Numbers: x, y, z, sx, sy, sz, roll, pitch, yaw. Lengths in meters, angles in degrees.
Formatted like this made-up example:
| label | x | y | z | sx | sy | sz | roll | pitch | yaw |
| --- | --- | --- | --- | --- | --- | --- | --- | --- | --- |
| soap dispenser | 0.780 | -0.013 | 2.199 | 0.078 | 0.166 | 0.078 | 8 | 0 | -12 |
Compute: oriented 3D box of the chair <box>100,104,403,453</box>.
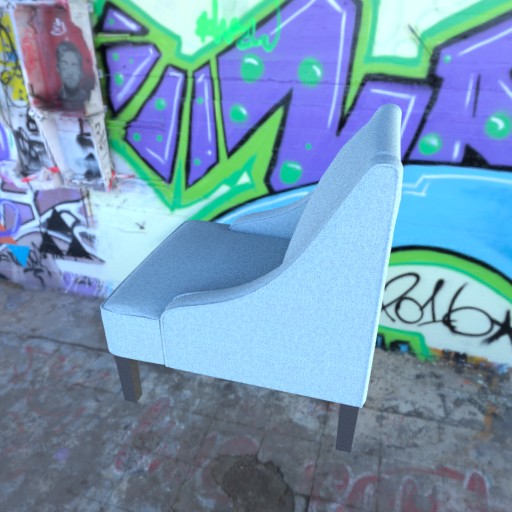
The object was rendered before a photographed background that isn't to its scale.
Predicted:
| label | x | y | z | sx | sy | sz | roll | pitch | yaw |
| --- | --- | --- | --- | --- | --- | --- | --- | --- | --- |
| chair | 0.000 | 0.000 | 1.860 | 1.025 | 1.133 | 0.857 | 8 | 30 | 14 |
